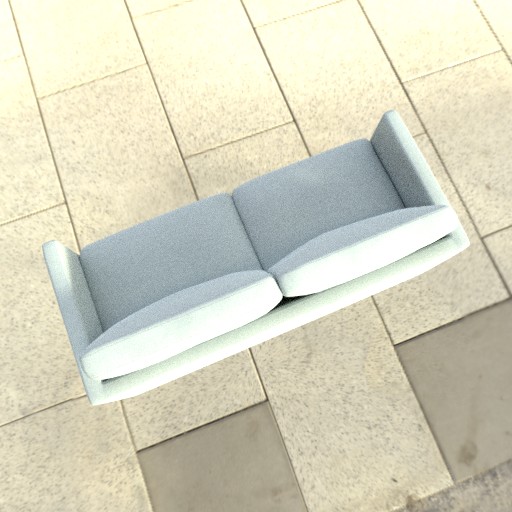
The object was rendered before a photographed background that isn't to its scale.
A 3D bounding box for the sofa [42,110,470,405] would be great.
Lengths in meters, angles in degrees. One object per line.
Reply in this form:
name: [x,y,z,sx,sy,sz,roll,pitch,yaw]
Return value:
sofa: [0.000,0.000,2.689,2.208,0.965,0.951,-22,77,-5]
